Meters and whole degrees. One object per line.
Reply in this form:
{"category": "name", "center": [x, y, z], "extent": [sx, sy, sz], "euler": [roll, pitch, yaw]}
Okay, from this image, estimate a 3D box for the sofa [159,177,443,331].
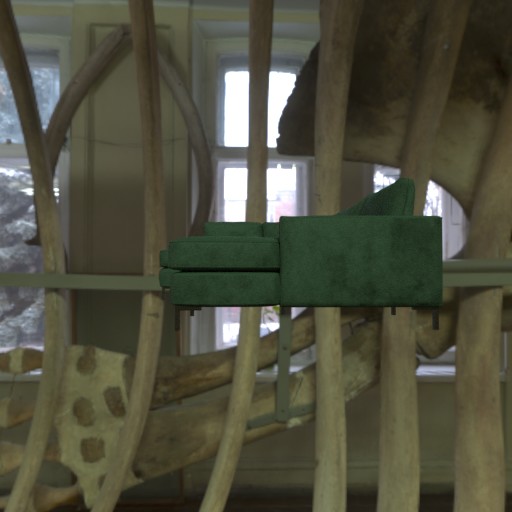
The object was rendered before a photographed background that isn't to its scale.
{"category": "sofa", "center": [0.000, 0.000, 3.845], "extent": [1.992, 0.861, 2.994], "euler": [0, -1, -1]}
